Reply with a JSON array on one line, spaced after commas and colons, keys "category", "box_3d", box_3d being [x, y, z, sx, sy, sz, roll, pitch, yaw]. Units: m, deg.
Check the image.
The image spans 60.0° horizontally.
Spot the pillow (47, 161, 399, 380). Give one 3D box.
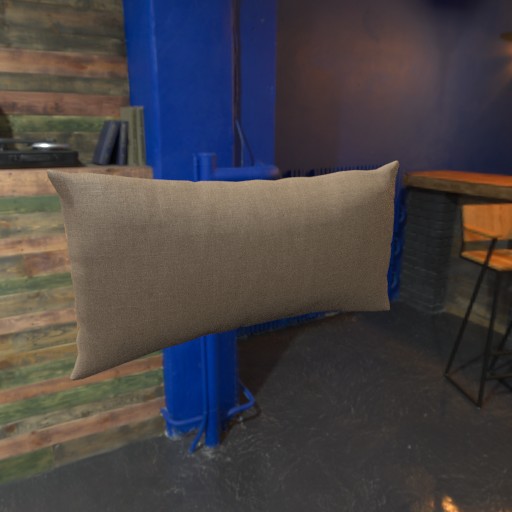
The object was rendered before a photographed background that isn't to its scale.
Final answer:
[{"category": "pillow", "box_3d": [0.000, 0.000, 0.744, 0.612, 0.308, 0.148, -8, 18, -25]}]
